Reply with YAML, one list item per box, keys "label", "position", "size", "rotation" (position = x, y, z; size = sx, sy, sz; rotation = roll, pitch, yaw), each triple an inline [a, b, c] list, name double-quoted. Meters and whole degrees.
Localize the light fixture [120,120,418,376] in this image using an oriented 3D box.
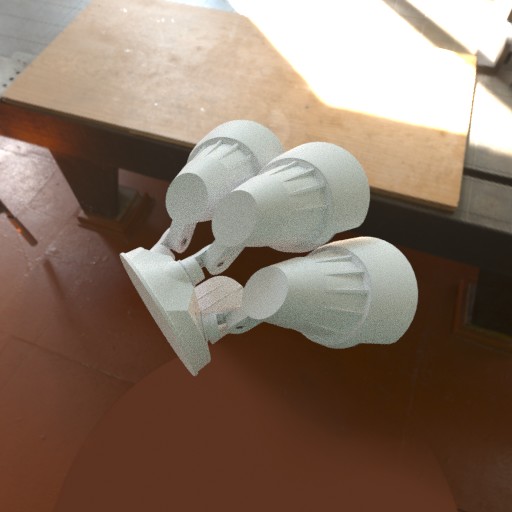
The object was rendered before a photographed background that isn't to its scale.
- label: "light fixture"
  position: [0.000, 0.000, 0.548]
  size: [0.278, 0.237, 0.369]
  rotation: [-32, 63, -18]
